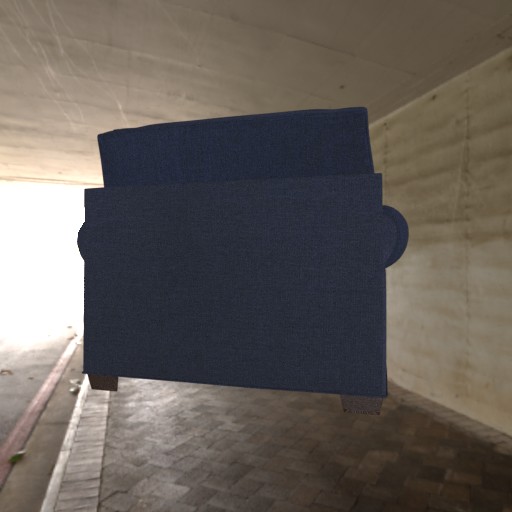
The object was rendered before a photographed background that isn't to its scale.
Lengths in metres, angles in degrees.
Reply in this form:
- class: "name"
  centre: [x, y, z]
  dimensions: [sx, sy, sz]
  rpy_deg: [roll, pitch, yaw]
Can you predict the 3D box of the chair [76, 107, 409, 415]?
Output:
- class: "chair"
  centre: [0.000, 0.000, 2.015]
  dimensions: [1.285, 1.044, 0.963]
  rpy_deg: [0, -1, 16]
